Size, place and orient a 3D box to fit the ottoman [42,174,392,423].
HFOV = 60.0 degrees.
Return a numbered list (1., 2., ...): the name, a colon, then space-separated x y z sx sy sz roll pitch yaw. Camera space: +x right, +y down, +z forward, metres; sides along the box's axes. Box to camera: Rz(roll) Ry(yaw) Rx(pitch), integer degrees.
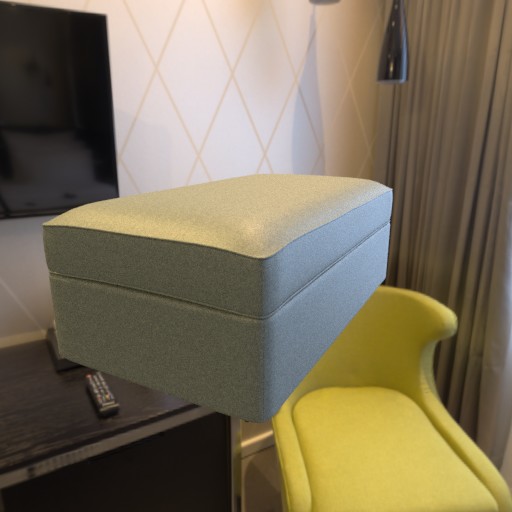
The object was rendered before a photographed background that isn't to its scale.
1. ottoman: 0.000 0.000 1.543 0.681 0.494 1.173 8 18 27
